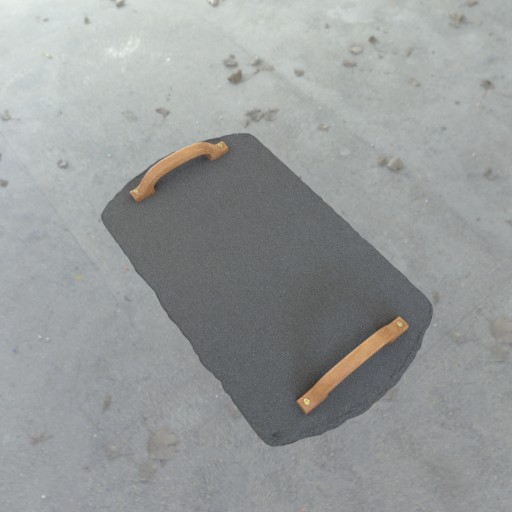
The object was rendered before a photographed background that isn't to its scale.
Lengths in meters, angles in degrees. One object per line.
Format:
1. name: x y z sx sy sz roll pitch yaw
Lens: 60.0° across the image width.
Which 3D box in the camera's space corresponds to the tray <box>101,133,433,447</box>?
1. tray: 0.000 0.000 0.492 0.231 0.062 0.387 -34 65 -18
